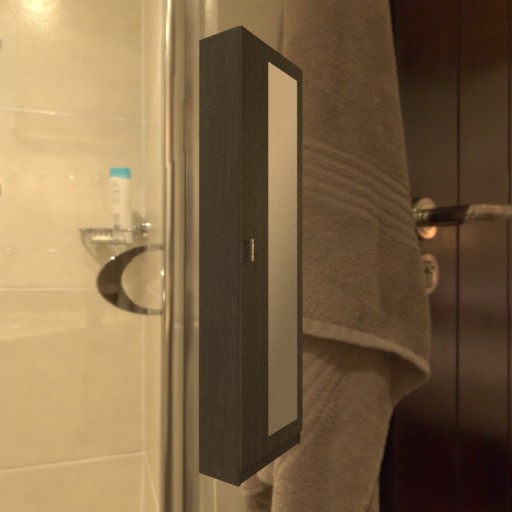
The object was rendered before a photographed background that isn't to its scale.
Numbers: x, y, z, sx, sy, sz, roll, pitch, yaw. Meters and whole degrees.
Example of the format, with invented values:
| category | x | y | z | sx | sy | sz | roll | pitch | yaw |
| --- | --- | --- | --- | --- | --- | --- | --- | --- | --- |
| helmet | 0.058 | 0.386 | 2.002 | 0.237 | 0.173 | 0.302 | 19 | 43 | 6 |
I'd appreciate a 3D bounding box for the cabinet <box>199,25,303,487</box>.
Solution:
| category | x | y | z | sx | sy | sz | roll | pitch | yaw |
| --- | --- | --- | --- | --- | --- | --- | --- | --- | --- |
| cabinet | 0.000 | 0.000 | 1.977 | 0.230 | 1.790 | 0.500 | 0 | 0 | 34 |
